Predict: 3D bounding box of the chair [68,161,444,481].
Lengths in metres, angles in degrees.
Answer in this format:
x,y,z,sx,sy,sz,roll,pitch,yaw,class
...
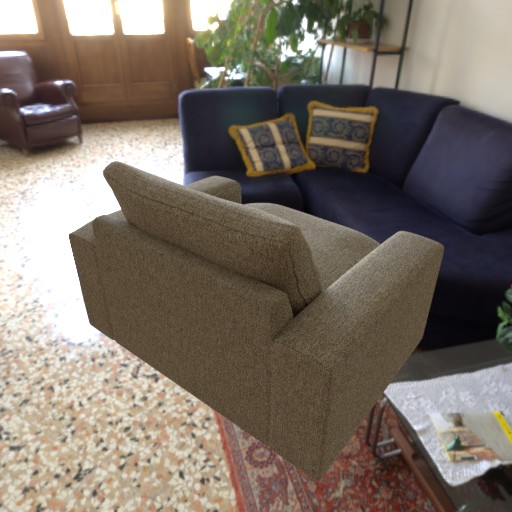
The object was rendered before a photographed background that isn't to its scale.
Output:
x,y,z,sx,sy,sz,roll,pitch,yaw,class
0.000,0.000,2.053,1.398,0.915,1.039,22,37,33,chair
